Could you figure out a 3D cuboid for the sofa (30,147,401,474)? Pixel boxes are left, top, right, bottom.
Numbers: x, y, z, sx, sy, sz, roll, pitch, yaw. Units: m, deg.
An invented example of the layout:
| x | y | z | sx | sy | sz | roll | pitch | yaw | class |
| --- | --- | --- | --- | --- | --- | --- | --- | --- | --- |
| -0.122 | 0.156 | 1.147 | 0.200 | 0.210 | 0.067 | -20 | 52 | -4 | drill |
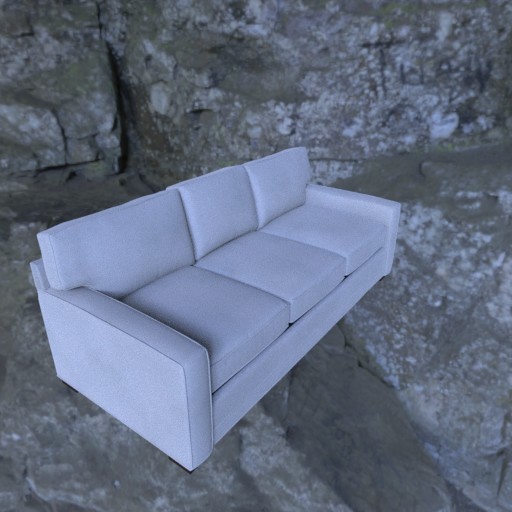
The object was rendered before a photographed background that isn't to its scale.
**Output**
| x | y | z | sx | sy | sz | roll | pitch | yaw | class |
| --- | --- | --- | --- | --- | --- | --- | --- | --- | --- |
| 0.000 | 0.000 | 2.540 | 0.935 | 0.862 | 2.088 | 18 | 31 | 32 | sofa |
